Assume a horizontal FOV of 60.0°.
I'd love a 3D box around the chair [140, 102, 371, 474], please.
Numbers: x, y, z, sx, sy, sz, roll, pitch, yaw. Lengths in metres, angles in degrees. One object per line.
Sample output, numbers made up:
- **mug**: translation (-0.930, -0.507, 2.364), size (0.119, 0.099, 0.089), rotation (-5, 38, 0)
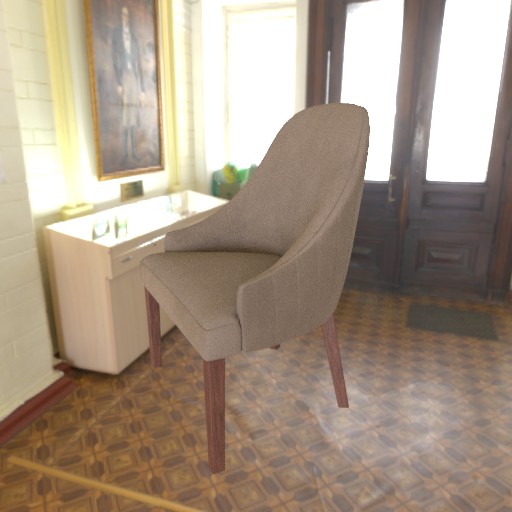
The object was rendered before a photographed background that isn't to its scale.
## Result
- **chair**: translation (0.000, 0.000, 1.336), size (0.575, 0.889, 0.643), rotation (-8, 17, -26)
